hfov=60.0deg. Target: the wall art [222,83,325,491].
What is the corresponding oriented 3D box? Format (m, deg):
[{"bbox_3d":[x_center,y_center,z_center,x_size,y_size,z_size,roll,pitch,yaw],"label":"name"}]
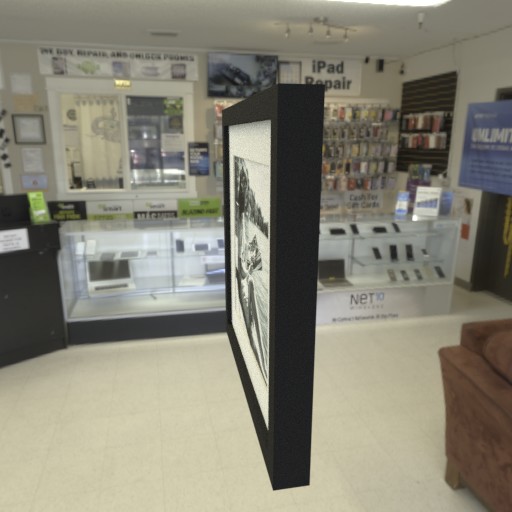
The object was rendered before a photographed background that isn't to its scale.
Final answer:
[{"bbox_3d":[0.000,0.000,0.463,0.030,0.305,0.308,-3,15,-10],"label":"wall art"}]
